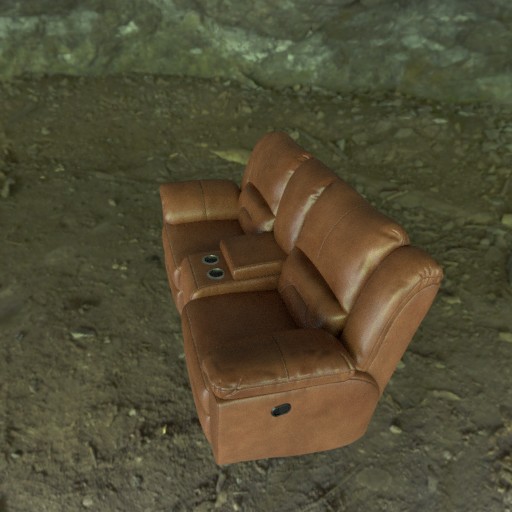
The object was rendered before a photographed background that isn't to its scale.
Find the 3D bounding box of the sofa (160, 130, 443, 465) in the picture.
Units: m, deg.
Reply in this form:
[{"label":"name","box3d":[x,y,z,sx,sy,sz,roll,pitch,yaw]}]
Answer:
[{"label":"sofa","box3d":[0.000,0.000,2.596,0.991,1.043,2.058,-9,32,-14]}]
